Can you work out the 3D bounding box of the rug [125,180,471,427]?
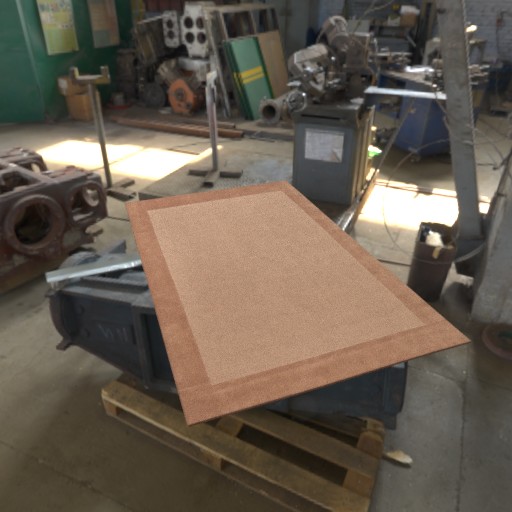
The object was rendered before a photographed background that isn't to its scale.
[{"bbox_3d":[0.000,0.000,3.092,1.524,0.014,2.438,-11,33,-17],"label":"rug"}]
